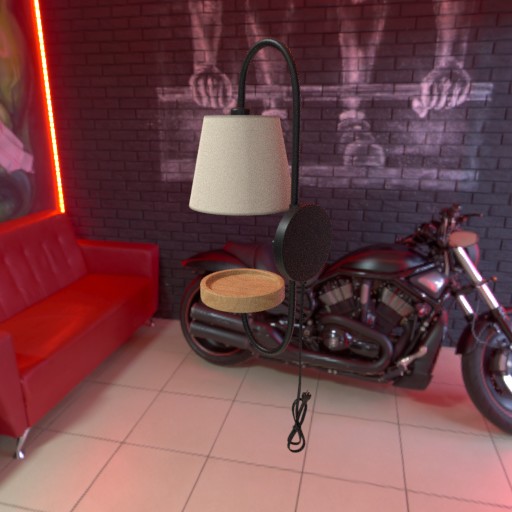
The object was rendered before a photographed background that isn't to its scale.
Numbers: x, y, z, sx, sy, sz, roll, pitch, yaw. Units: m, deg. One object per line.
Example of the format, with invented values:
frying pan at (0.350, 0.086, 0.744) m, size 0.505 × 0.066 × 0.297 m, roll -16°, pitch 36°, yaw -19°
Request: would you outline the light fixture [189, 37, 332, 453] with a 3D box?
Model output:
light fixture at (0.000, 0.000, 0.924) m, size 0.220 × 0.821 × 0.299 m, roll -16°, pitch 23°, yaw -42°
